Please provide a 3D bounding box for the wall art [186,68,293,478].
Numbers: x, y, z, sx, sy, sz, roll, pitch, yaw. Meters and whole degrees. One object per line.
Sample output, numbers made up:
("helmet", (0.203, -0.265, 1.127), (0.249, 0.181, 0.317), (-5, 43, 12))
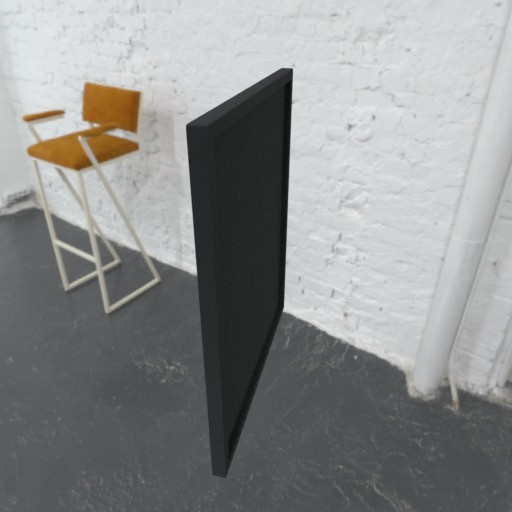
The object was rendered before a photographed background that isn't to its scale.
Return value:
("wall art", (0.000, 0.000, 0.707), (0.021, 0.508, 0.432), (7, 30, 13))
